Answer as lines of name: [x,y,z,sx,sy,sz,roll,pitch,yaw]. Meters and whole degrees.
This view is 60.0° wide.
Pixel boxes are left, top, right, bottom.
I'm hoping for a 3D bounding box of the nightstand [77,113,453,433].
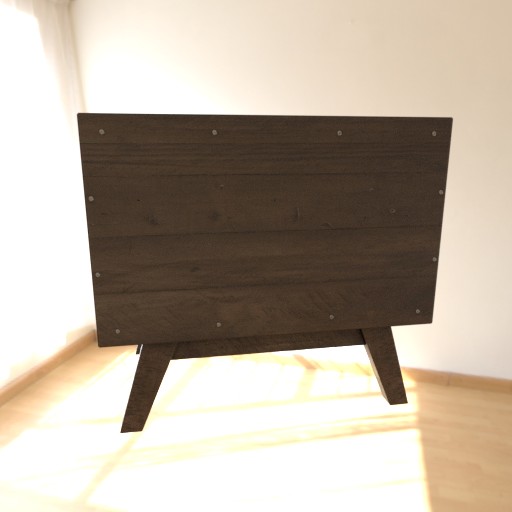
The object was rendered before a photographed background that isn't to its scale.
nightstand: [0.000,0.000,1.035,0.650,0.599,0.450,-2,14,-10]
